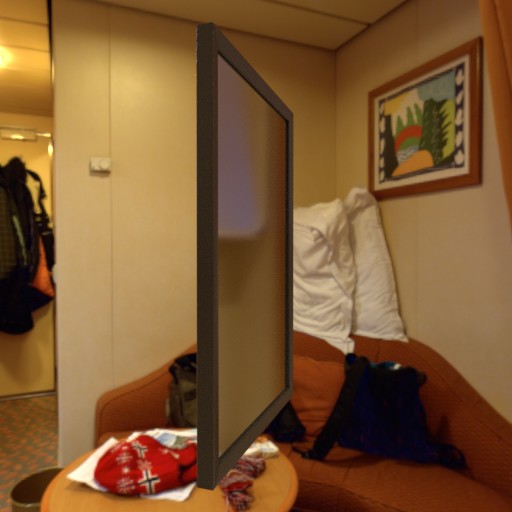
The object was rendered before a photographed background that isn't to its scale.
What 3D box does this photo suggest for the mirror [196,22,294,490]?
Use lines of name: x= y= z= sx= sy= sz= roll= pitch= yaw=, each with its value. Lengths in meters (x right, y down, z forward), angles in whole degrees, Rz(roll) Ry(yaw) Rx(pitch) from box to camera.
mirror: x=0.000 y=0.000 z=1.157 sx=0.040 sy=0.915 sz=0.609 roll=0 pitch=1 yaw=20
